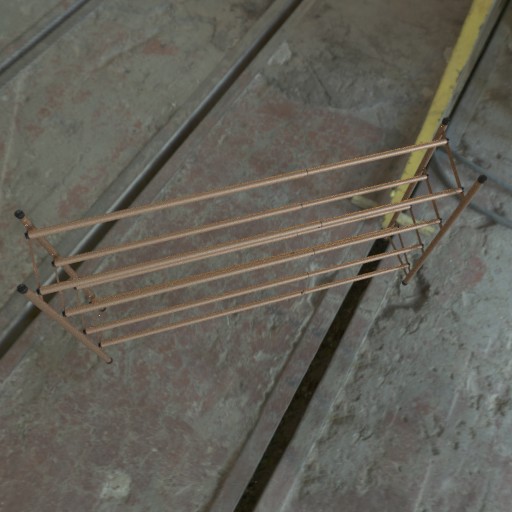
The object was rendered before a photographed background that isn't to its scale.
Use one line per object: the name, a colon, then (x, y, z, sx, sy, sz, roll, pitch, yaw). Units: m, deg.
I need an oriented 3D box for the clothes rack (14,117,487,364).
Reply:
clothes rack: (0.000, 0.000, 1.402, 1.168, 0.672, 0.229, -14, 64, -7)
